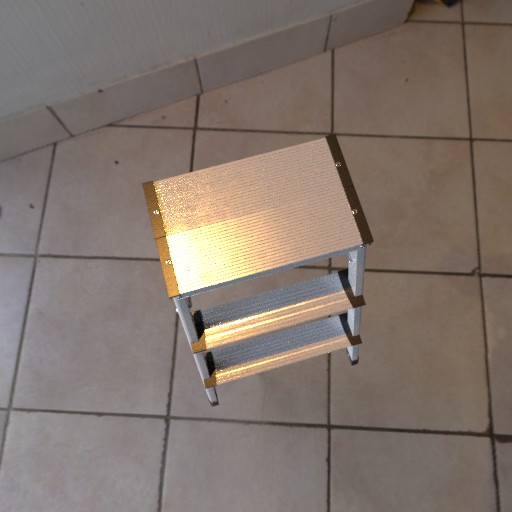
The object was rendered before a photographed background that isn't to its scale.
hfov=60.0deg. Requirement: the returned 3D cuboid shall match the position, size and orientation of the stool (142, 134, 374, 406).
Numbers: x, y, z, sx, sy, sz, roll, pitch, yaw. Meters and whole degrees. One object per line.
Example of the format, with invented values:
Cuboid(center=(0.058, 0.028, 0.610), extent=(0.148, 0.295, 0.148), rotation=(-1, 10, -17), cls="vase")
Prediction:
Cuboid(center=(0.000, 0.000, 1.030), extent=(0.437, 0.605, 0.622), rotation=(-15, 76, -4), cls="stool")
